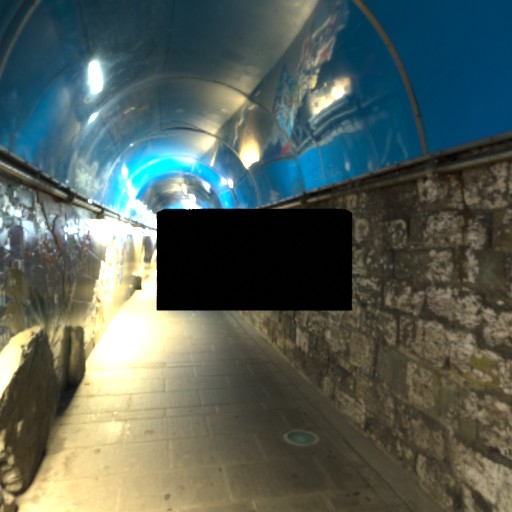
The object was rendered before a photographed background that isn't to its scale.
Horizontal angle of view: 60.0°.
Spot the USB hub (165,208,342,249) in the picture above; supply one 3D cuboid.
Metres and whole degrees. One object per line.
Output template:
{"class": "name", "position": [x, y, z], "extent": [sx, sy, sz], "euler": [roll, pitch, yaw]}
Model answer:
{"class": "USB hub", "position": [0.000, 0.000, 0.127], "extent": [0.044, 0.023, 0.110], "euler": [0, 2, 1]}
